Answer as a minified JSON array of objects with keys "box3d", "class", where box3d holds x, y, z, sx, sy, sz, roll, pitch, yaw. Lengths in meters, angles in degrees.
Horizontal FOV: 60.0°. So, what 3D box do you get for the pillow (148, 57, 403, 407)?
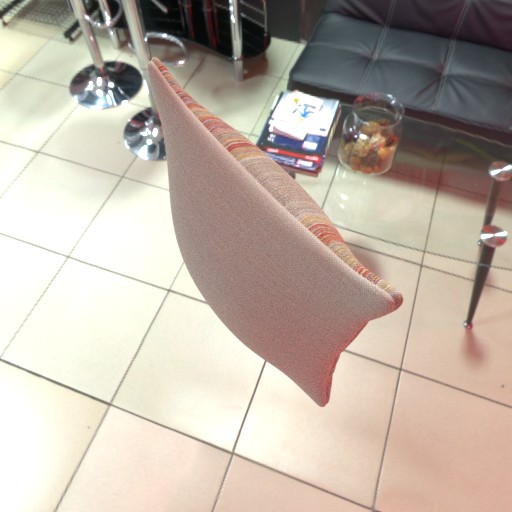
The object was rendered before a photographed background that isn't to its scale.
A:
[{"box3d":[0.000,0.000,0.684,0.191,0.449,0.451,-33,64,-18],"class":"pillow"}]
